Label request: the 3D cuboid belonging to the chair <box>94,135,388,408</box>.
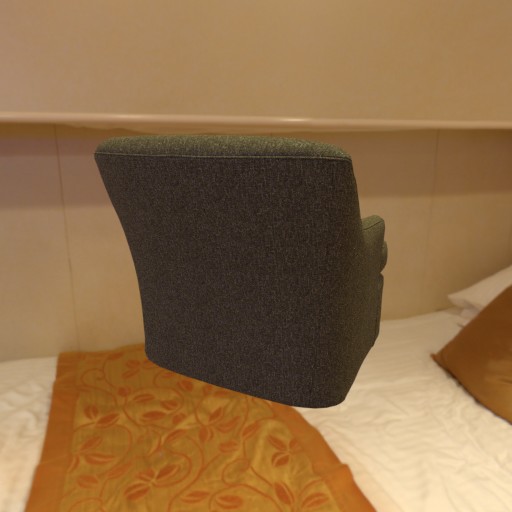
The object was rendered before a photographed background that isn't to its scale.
[{"bbox_3d":[0.000,0.000,1.629,0.864,0.856,0.923,8,17,27],"label":"chair"}]
